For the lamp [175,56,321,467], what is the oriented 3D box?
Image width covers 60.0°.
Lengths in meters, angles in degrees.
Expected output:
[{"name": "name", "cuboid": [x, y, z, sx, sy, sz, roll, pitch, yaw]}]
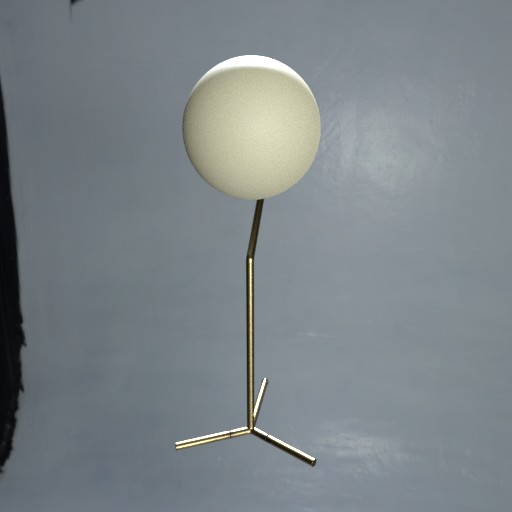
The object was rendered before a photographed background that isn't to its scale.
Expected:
[{"name": "lamp", "cuboid": [0.000, 0.000, 0.677, 0.210, 0.552, 0.251, 2, 14, 10]}]
